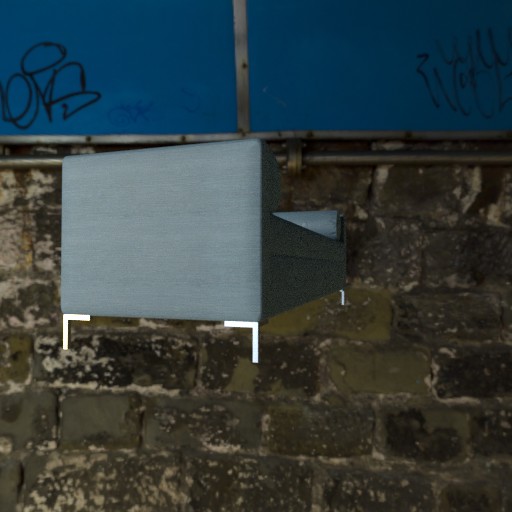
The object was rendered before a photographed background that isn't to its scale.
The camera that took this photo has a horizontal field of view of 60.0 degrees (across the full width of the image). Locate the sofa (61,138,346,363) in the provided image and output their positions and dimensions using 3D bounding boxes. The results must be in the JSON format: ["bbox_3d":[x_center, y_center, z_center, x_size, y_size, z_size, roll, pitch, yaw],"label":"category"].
[{"bbox_3d":[0.000,0.000,2.256,0.686,0.635,1.981,0,-1,18],"label":"sofa"}]
